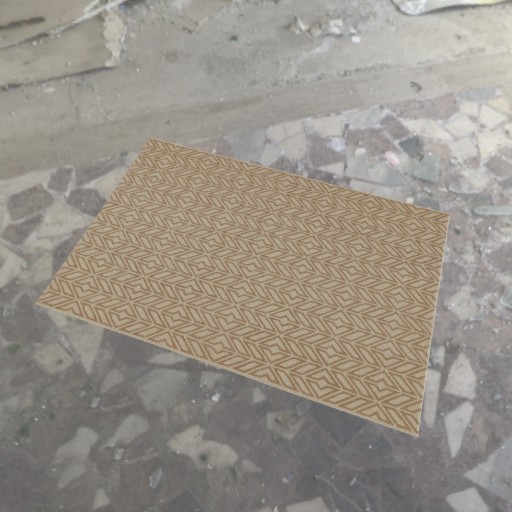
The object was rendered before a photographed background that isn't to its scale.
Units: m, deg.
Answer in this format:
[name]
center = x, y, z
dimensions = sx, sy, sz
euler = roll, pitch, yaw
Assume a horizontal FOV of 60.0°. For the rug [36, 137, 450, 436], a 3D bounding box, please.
[rug]
center = 0.000, 0.000, 2.285
dimensions = 1.828, 0.007, 1.220
euler = 16, 59, 10
